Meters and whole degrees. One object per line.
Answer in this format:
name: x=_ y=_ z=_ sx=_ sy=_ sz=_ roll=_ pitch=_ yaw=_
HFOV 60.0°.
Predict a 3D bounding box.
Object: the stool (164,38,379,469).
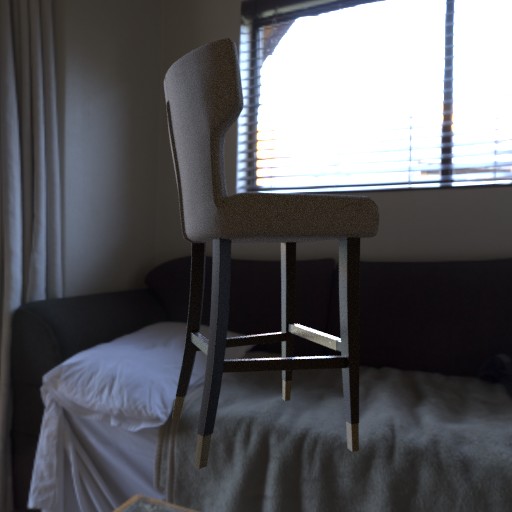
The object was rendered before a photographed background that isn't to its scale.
stool: x=0.000 y=0.000 z=1.390 sx=0.563 sy=1.092 sz=0.526 roll=0 pitch=0 yaw=-20
